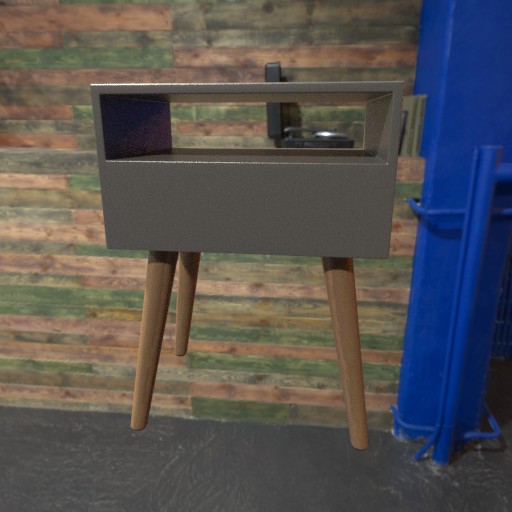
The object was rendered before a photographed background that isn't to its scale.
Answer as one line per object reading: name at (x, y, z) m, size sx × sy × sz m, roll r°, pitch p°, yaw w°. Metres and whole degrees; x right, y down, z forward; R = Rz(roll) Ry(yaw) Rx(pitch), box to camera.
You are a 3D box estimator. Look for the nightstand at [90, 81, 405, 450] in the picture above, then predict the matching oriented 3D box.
nightstand at (0.000, 0.000, 0.725) m, size 0.370 × 0.508 × 0.288 m, roll 2°, pitch 17°, yaw 7°
